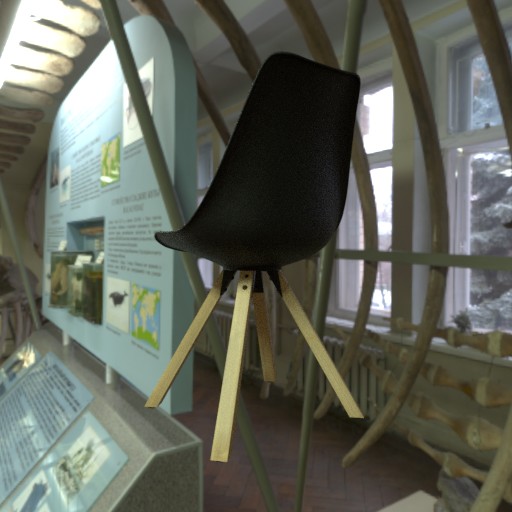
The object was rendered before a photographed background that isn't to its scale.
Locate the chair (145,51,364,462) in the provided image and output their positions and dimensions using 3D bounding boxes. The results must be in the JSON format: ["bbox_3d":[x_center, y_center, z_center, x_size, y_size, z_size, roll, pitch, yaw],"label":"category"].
[{"bbox_3d":[0.000,0.000,1.183,0.485,0.850,0.549,-1,1,-35],"label":"chair"}]
